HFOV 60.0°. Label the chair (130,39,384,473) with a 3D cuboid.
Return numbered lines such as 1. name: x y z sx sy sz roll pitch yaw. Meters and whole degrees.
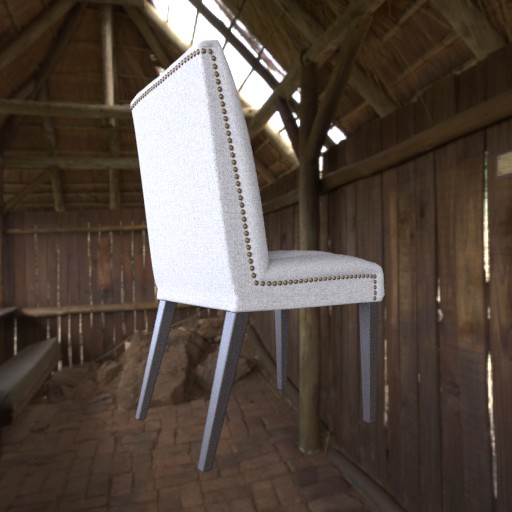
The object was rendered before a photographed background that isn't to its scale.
1. chair: 0.000 0.000 1.382 0.647 1.016 0.511 1 -1 -35
